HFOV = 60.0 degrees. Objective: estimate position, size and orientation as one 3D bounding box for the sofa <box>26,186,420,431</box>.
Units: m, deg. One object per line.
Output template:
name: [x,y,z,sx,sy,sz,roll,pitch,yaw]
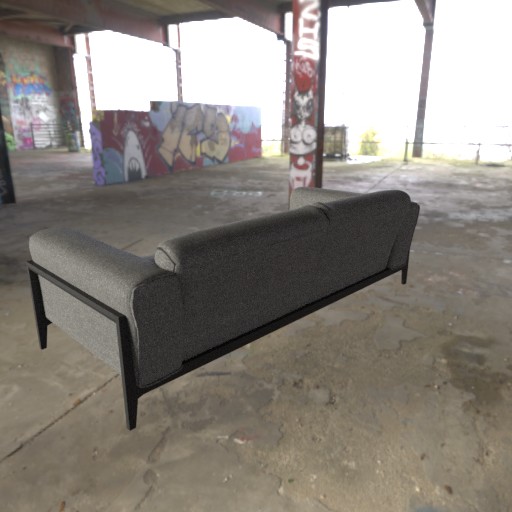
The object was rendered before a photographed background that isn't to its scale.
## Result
sofa: [0.000,0.000,2.509,0.985,0.703,2.125,17,24,42]
